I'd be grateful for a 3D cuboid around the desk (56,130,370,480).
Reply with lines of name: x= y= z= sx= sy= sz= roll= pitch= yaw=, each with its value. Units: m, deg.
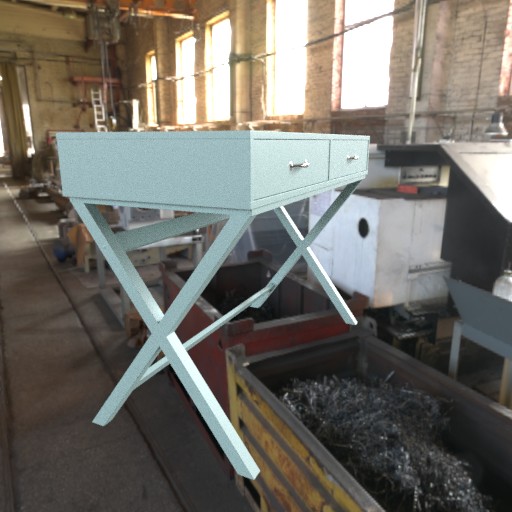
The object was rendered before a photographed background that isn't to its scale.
desk: x=0.000 y=0.000 z=1.479 sx=0.525 sy=0.780 sz=1.057 roll=7 pitch=16 yaw=25
